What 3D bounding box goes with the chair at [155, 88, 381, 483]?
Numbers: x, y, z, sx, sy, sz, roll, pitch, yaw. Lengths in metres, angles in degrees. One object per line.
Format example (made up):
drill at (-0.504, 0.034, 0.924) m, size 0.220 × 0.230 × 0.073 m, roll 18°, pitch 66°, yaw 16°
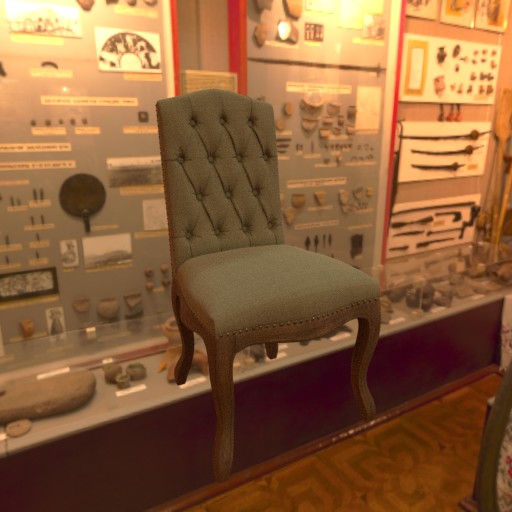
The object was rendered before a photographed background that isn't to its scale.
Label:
chair at (0.000, 0.000, 1.615) m, size 0.637 × 1.191 × 0.731 m, roll -9°, pitch 18°, yaw -28°
